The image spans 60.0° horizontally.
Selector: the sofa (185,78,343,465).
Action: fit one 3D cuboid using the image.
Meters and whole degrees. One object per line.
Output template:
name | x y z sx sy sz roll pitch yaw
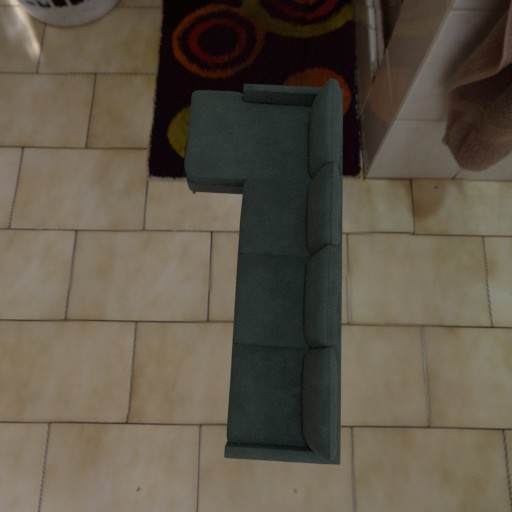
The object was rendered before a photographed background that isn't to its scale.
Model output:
sofa | 0.000 0.000 4.089 1.500 0.967 3.400 3 75 1
